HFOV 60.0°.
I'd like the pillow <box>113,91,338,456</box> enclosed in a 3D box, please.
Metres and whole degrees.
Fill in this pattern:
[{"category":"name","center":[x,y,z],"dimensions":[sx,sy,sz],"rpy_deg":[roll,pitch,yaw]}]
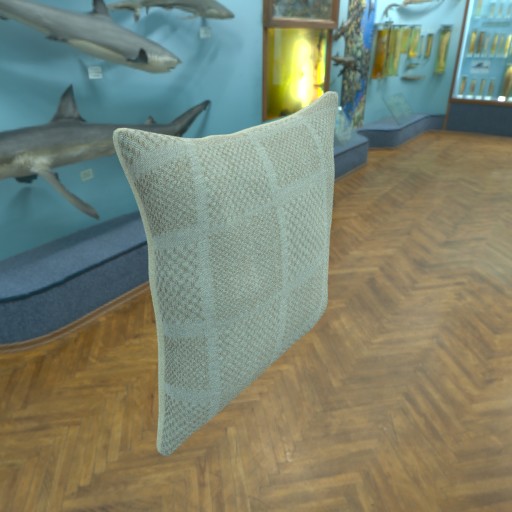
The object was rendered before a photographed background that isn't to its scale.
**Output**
[{"category":"pillow","center":[0.000,0.000,0.664],"dimensions":[0.138,0.432,0.436],"rpy_deg":[18,32,32]}]
